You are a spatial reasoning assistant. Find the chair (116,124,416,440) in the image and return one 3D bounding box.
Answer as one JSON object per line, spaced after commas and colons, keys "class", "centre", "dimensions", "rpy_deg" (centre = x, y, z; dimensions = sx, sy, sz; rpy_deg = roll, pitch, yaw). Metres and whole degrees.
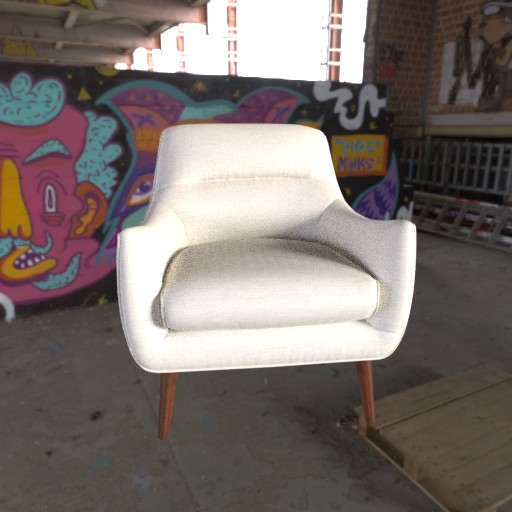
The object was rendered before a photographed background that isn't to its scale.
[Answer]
{"class": "chair", "centre": [0.000, 0.000, 1.446], "dimensions": [0.762, 0.838, 0.787], "rpy_deg": [-2, 16, -7]}
